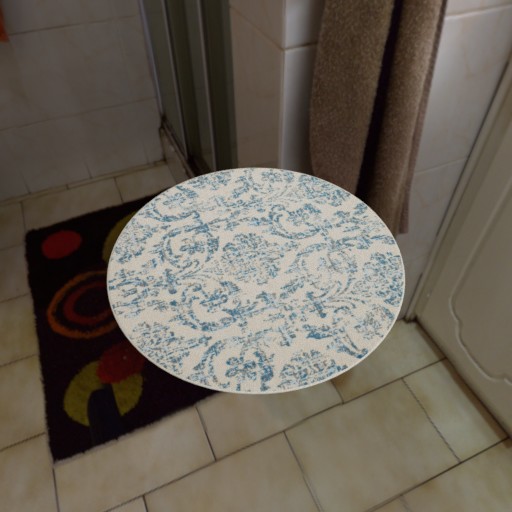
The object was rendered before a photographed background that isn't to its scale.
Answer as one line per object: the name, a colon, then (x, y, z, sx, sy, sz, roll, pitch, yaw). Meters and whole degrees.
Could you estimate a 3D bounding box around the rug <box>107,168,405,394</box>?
rug: (0.000, 0.000, 2.427, 1.593, 0.012, 1.593, 0, 48, 0)
